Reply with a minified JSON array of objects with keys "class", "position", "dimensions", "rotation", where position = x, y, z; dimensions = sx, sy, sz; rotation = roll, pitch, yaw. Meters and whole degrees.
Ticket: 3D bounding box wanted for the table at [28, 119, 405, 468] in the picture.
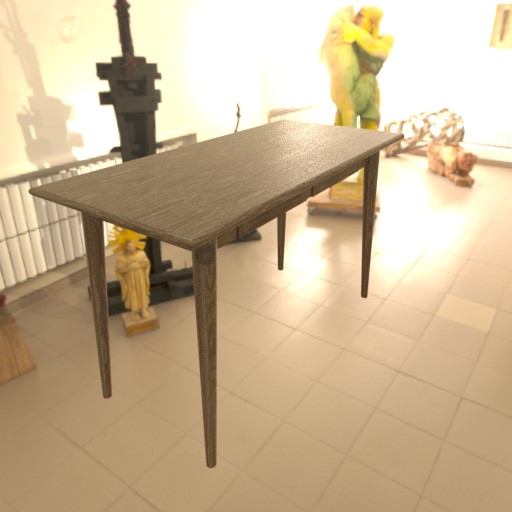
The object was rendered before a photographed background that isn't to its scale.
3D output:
[{"class":"table","position":[0.000,0.000,1.698],"dimensions":[0.599,0.780,1.300],"rotation":[18,32,31]}]
